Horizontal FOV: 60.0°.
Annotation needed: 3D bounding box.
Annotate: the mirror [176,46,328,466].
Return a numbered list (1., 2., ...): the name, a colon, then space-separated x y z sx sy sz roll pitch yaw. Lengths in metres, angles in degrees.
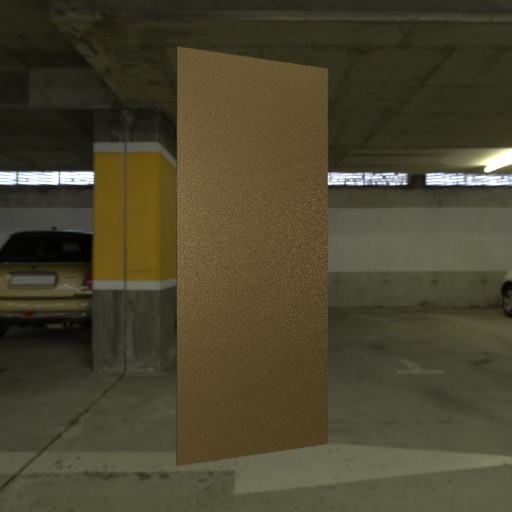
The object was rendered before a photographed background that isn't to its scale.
1. mirror: 0.000 0.000 2.284 0.812 2.031 0.025 0 0 -18
